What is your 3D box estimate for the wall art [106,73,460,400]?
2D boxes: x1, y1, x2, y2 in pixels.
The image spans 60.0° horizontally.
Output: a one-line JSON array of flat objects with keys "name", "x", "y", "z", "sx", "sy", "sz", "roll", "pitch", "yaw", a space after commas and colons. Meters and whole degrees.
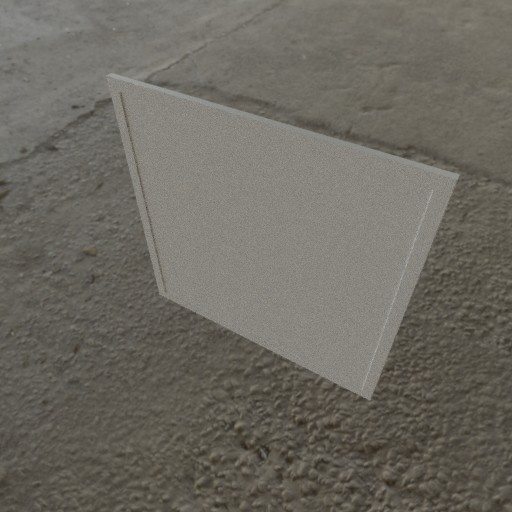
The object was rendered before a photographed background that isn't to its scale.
[{"name": "wall art", "x": 0.000, "y": 0.000, "z": 0.975, "sx": 0.660, "sy": 0.660, "sz": 0.015, "roll": 23, "pitch": 50, "yaw": 21}]
